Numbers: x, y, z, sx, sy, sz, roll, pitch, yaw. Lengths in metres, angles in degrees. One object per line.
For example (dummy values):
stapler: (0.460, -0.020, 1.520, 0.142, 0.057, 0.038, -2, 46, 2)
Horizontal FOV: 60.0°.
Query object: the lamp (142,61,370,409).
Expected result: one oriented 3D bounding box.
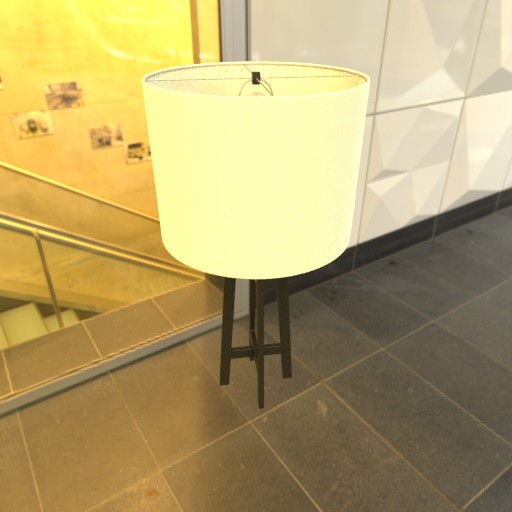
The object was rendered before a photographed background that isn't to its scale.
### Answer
lamp: (0.000, 0.000, 0.633, 0.257, 0.489, 0.257, 21, 36, 31)
